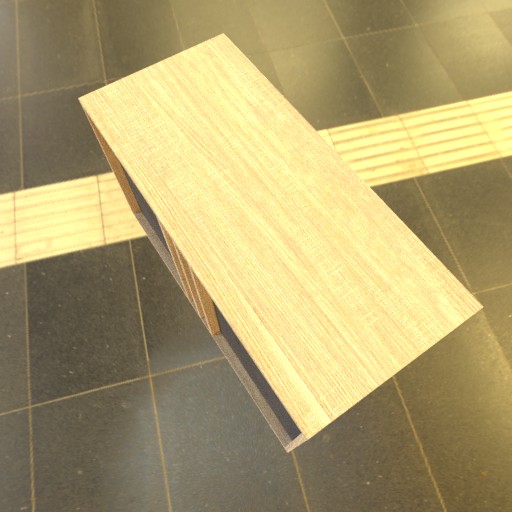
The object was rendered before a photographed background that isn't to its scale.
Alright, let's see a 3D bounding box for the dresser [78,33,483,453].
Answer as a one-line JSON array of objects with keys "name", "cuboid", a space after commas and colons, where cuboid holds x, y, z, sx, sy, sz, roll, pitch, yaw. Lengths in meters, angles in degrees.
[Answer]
[{"name": "dresser", "cuboid": [0.000, 0.000, 1.499, 0.500, 0.780, 1.110, -31, 68, -14]}]
